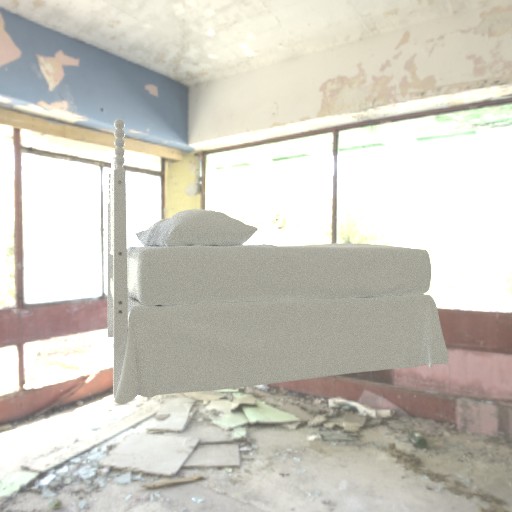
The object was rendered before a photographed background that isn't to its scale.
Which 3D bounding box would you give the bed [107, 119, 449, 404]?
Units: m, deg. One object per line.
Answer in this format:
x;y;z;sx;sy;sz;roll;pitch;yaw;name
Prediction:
0.000;0.000;3.239;2.040;1.356;1.873;0;1;-19;bed
